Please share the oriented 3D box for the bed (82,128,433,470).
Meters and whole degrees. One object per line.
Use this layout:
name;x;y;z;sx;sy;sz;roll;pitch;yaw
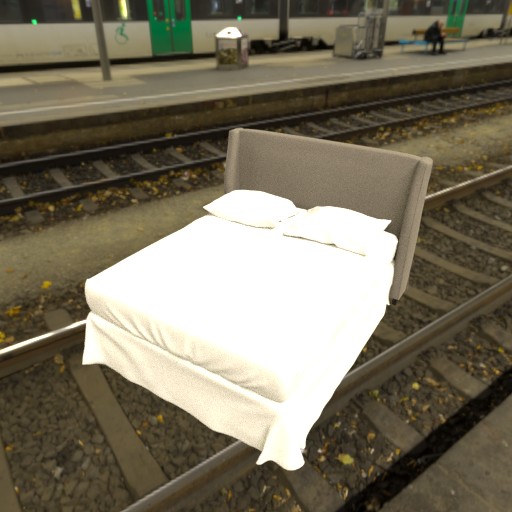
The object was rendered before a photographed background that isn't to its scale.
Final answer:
bed;0.000;0.000;3.452;1.925;1.332;2.276;17;34;28
